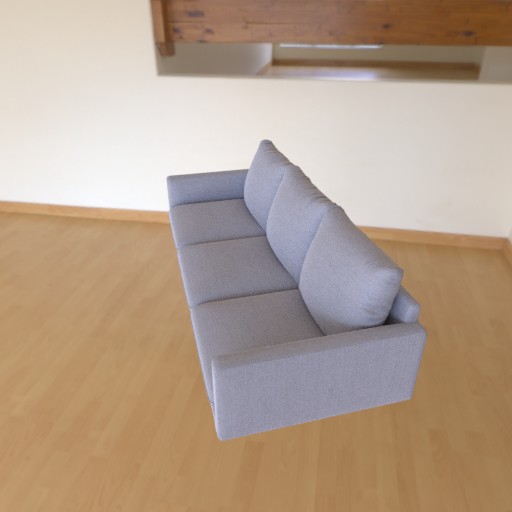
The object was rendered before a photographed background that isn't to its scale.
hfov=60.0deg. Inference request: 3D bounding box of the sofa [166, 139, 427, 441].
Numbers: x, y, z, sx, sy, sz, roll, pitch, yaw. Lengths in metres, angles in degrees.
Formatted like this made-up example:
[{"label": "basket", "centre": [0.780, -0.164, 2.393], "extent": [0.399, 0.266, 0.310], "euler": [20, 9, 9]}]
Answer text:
[{"label": "sofa", "centre": [0.000, 0.000, 2.508], "extent": [0.850, 0.830, 2.000], "euler": [-7, 31, -13]}]
